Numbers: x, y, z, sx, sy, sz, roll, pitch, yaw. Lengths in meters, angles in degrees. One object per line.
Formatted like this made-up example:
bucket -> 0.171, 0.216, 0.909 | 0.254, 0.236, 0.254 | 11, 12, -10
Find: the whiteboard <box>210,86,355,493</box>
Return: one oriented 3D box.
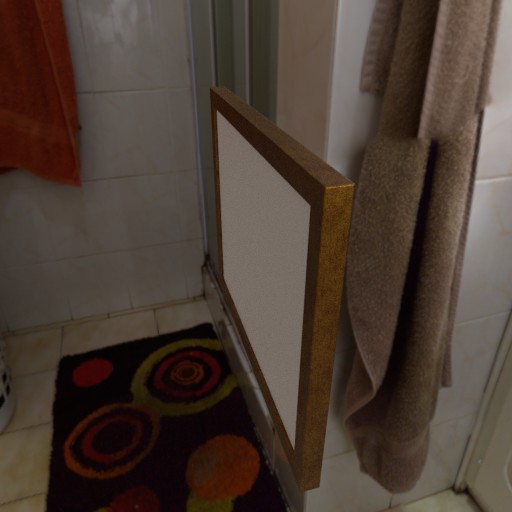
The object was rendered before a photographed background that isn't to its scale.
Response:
whiteboard -> 0.000, 0.000, 0.750 | 0.029, 0.457, 0.561 | -8, 31, -14
